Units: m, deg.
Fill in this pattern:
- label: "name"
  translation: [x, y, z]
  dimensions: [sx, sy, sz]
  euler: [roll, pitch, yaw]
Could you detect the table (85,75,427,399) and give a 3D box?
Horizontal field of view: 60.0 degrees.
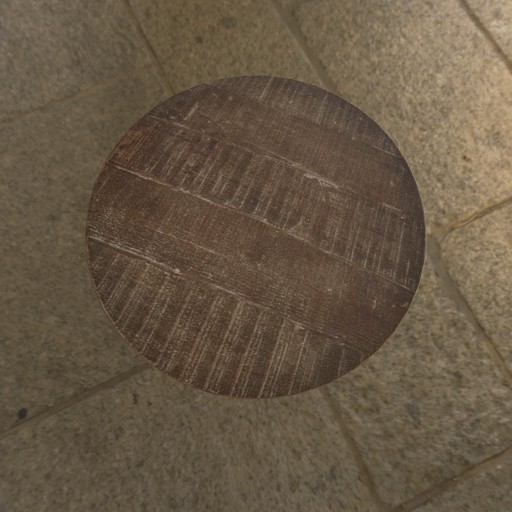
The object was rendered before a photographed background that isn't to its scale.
- label: "table"
  translation: [0.000, 0.000, 0.937]
  dimensions: [0.557, 0.437, 0.557]
  euler: [0, 75, 0]
